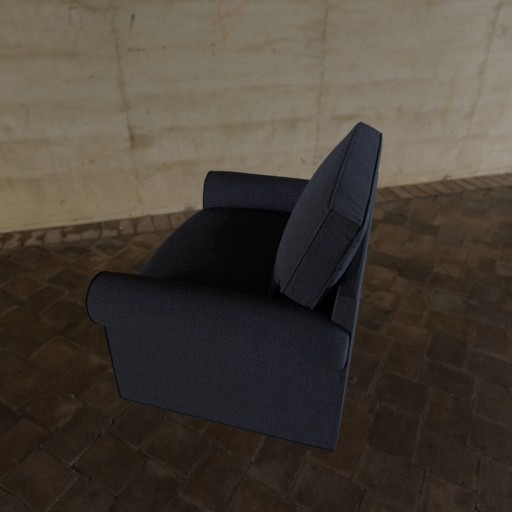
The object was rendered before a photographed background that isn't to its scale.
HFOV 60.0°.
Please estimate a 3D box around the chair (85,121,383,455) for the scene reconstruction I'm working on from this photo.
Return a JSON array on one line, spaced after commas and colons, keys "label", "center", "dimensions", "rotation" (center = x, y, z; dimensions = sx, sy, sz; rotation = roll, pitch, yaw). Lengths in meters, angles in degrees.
[{"label": "chair", "center": [0.000, 0.000, 2.012], "dimensions": [0.963, 1.044, 1.285], "rotation": [9, 32, 14]}]
